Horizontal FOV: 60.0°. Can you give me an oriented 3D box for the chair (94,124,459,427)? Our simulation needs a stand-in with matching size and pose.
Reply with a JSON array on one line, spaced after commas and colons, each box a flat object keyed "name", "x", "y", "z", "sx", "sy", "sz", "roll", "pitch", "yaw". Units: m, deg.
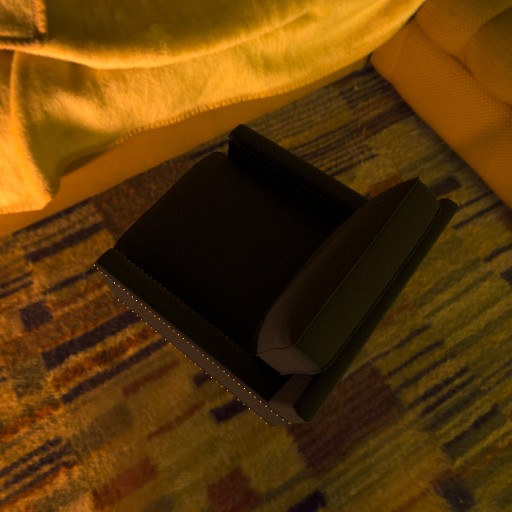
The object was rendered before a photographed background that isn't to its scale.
[{"name": "chair", "x": 0.000, "y": 0.000, "z": 1.710, "sx": 1.014, "sy": 0.943, "sz": 0.853, "roll": 35, "pitch": 69, "yaw": 16}]
